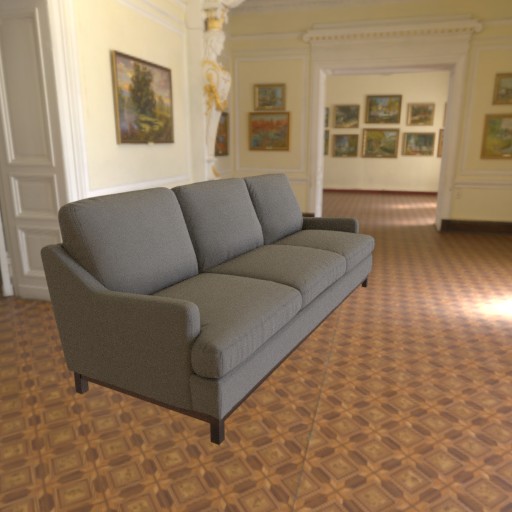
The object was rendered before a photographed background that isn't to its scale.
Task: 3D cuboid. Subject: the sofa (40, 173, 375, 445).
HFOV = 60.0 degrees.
[{"bbox_3d":[0.000,0.000,2.817,0.987,0.926,2.344,8,16,27],"label":"sofa"}]
